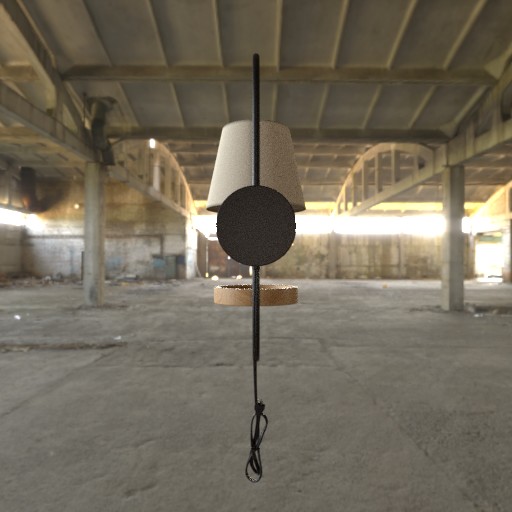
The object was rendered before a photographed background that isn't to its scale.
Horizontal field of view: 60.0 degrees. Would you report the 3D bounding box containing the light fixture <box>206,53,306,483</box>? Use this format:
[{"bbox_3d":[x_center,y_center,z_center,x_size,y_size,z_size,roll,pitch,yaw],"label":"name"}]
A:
[{"bbox_3d":[0.000,0.000,0.936,0.220,0.821,0.299,0,-1,0],"label":"light fixture"}]
